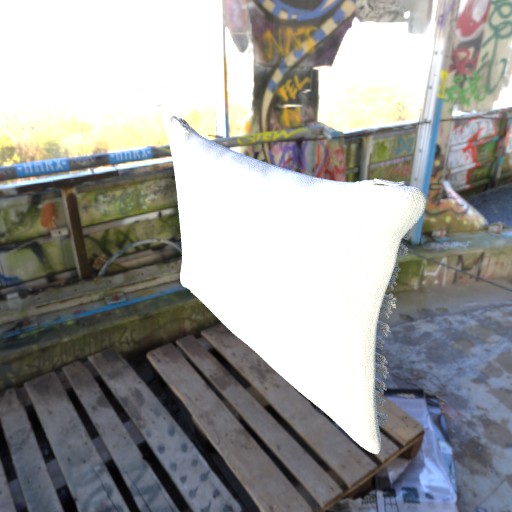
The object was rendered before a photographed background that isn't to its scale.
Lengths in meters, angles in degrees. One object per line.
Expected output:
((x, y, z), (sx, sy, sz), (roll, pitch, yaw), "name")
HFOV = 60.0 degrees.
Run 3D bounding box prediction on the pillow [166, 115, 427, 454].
((0.000, 0.000, 0.584), (0.084, 0.305, 0.466), (-17, 31, -31), "pillow")
